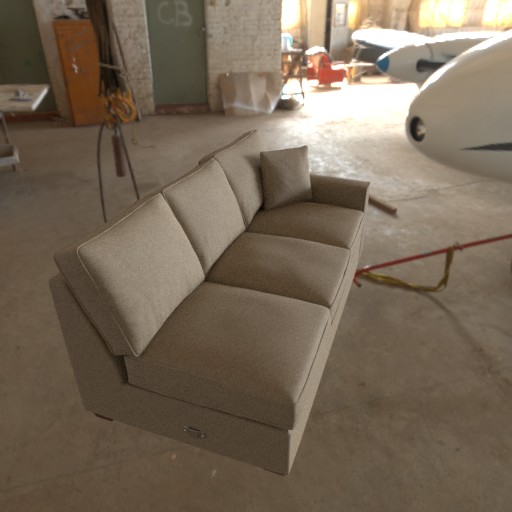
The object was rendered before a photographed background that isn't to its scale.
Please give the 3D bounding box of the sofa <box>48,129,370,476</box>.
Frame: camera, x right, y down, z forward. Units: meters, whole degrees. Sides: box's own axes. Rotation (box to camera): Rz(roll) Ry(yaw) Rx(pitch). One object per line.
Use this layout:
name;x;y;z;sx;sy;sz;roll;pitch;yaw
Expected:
sofa;0.000;0.000;2.490;1.034;0.946;1.963;10;31;17
